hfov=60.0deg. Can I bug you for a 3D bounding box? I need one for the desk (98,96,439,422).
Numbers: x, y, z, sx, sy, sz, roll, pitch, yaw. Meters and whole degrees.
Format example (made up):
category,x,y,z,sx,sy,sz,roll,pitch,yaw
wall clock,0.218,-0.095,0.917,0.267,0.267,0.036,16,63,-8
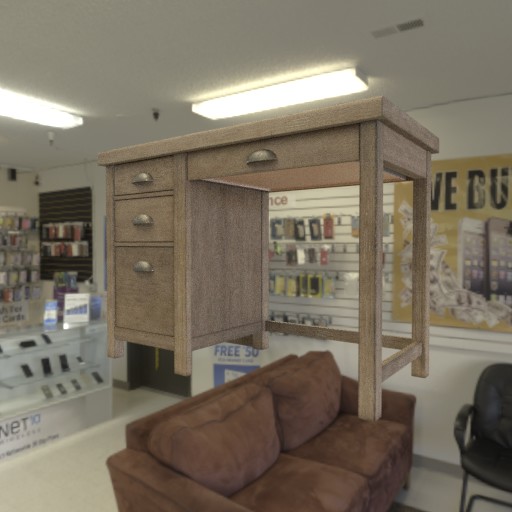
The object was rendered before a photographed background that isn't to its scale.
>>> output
category,x,y,z,sx,sy,sz,roll,pitch,yaw
desk,0.000,0.000,1.838,1.289,0.912,0.610,1,2,36
